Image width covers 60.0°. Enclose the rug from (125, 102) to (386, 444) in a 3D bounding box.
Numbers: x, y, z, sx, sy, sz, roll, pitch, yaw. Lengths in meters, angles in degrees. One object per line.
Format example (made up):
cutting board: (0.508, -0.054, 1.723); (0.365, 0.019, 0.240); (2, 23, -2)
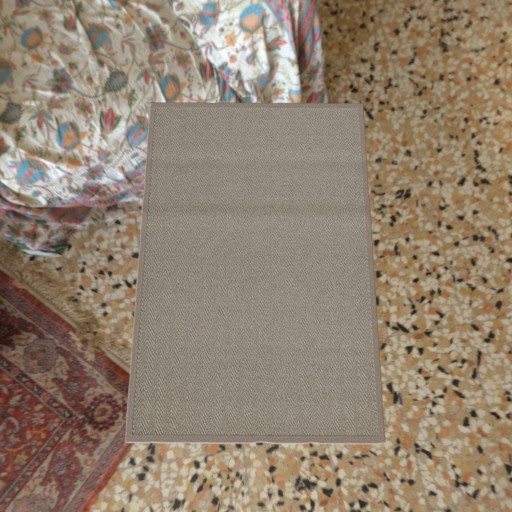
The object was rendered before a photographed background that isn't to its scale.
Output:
rug: (0.000, 0.000, 2.908); (1.540, 0.021, 2.290); (0, 75, 0)
